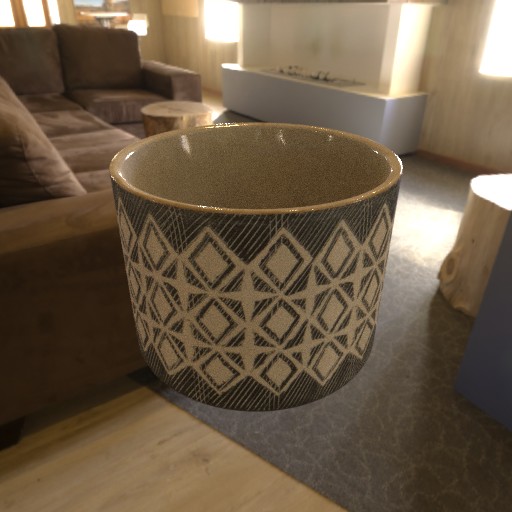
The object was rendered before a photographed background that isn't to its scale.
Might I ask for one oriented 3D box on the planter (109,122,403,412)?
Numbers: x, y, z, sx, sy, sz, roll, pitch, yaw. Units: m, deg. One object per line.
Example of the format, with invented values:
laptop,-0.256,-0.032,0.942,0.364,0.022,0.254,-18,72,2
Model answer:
planter,0.000,0.000,0.224,0.126,0.104,0.126,0,30,0
